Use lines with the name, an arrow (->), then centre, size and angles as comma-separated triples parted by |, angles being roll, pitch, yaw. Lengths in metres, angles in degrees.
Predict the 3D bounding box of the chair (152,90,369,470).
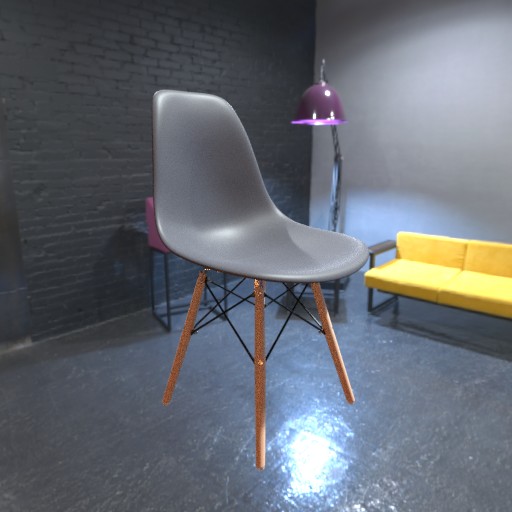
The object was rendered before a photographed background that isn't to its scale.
chair -> 0.000, 0.000, 1.123 | 0.533, 0.826, 0.470 | 13, 19, 43
